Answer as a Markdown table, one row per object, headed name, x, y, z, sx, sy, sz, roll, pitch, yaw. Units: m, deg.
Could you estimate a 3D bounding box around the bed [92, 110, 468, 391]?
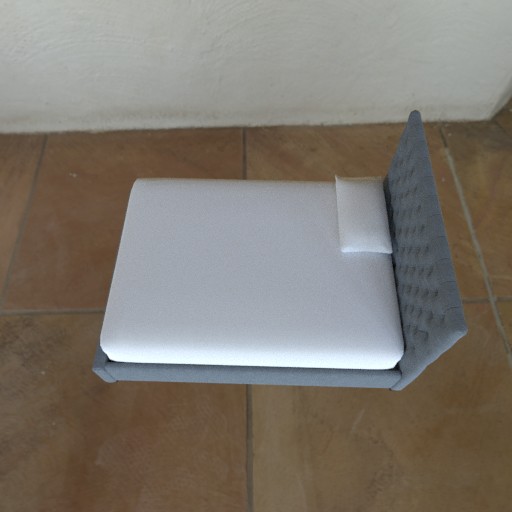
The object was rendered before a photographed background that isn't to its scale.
| name | x | y | z | sx | sy | sz | roll | pitch | yaw |
| --- | --- | --- | --- | --- | --- | --- | --- | --- | --- |
| bed | 0.000 | 0.000 | 3.376 | 2.335 | 1.411 | 1.698 | 1 | 60 | 1 |
